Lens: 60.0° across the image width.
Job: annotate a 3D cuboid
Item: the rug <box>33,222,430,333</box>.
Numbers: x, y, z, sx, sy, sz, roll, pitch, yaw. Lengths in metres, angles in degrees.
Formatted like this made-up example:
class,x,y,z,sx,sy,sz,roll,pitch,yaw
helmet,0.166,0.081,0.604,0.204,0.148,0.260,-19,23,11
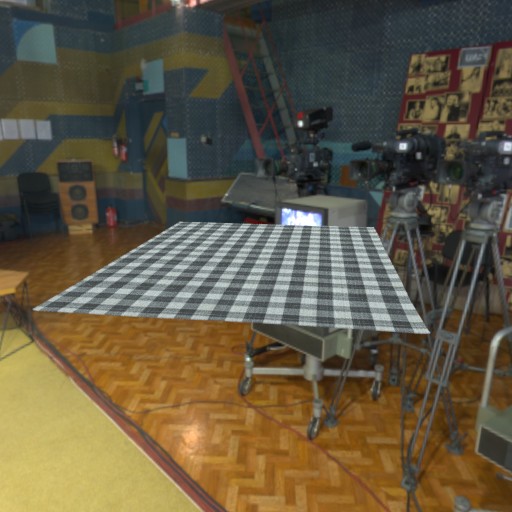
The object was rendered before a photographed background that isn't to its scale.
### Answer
class,x,y,z,sx,sy,sz,roll,pitch,yaw
rug,0.000,0.000,4.090,2.432,0.013,3.021,2,15,8
